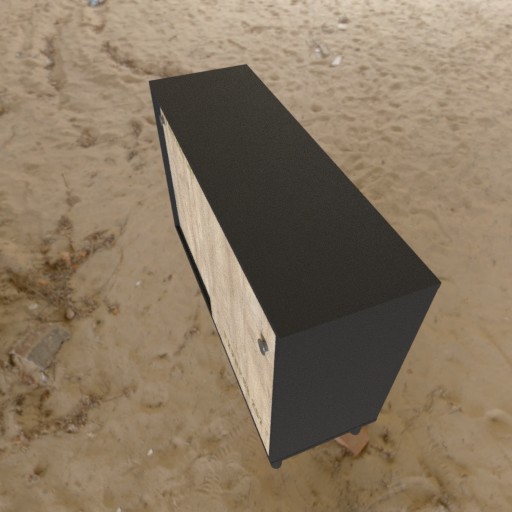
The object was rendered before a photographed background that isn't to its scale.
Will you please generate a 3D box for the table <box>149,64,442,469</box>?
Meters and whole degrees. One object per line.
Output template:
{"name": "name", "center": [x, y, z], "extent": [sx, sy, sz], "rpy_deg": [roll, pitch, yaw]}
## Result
{"name": "table", "center": [0.000, 0.000, 1.616], "extent": [0.400, 0.855, 1.200], "rpy_deg": [-16, 49, -15]}
